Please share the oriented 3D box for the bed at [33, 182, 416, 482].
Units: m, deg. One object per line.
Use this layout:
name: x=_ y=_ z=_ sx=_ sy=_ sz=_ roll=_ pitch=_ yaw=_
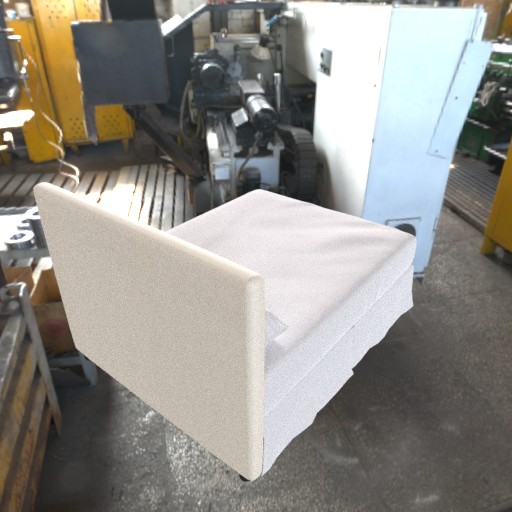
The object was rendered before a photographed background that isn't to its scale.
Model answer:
bed: x=0.000 y=0.000 z=3.146 sx=1.713 sy=1.330 sz=2.142 roll=22 pitch=37 yaw=33
